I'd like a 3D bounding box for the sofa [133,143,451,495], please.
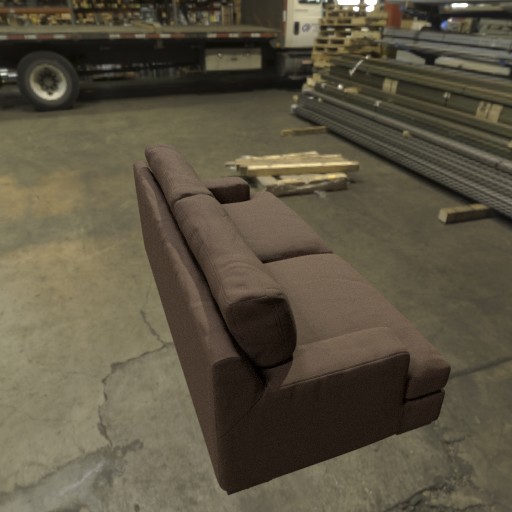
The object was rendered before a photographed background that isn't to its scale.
[{"bbox_3d":[0.000,0.000,2.693,1.140,0.950,2.274,-10,32,-17],"label":"sofa"}]
